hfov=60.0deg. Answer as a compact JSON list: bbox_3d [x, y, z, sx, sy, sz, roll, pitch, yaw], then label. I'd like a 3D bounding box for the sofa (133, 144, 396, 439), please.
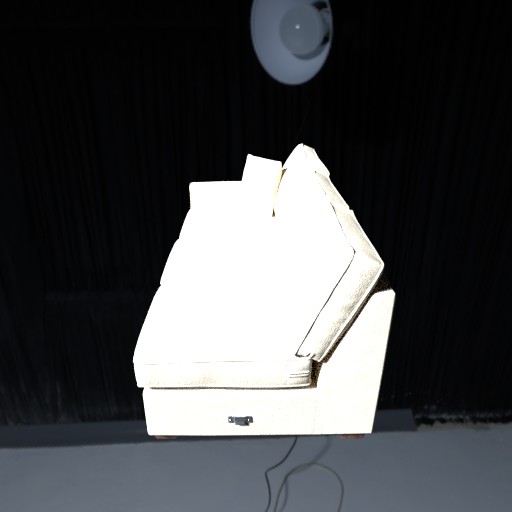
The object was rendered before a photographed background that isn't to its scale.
[{"bbox_3d":[0.000,0.000,2.628,1.034,0.946,1.962,0,26,-1],"label":"sofa"}]
